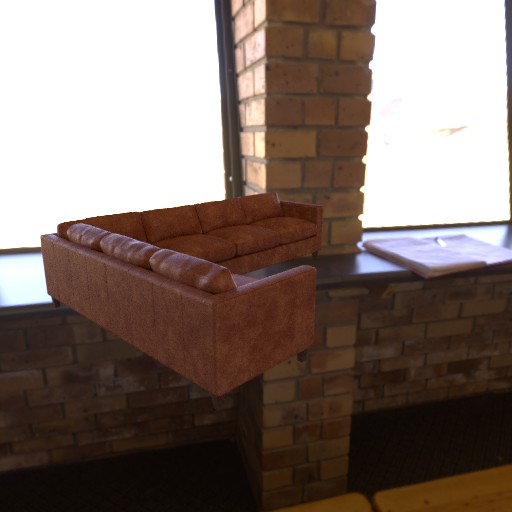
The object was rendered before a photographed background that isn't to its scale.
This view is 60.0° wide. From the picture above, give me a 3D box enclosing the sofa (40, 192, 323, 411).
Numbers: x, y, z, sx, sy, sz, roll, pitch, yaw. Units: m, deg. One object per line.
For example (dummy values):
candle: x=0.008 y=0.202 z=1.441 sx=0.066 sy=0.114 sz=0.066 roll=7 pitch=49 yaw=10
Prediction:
sofa: x=0.000 y=0.000 z=4.367 sx=2.438 sy=0.838 sz=3.150 roll=15 pitch=21 yaw=42
